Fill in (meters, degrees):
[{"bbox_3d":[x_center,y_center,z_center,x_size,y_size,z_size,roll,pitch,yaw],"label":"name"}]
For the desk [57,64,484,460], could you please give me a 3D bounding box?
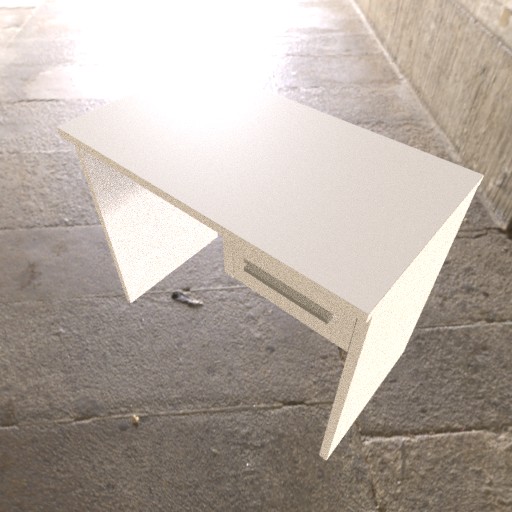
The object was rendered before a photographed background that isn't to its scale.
[{"bbox_3d":[0.000,0.000,1.313,0.900,0.729,0.498,32,54,27],"label":"desk"}]
